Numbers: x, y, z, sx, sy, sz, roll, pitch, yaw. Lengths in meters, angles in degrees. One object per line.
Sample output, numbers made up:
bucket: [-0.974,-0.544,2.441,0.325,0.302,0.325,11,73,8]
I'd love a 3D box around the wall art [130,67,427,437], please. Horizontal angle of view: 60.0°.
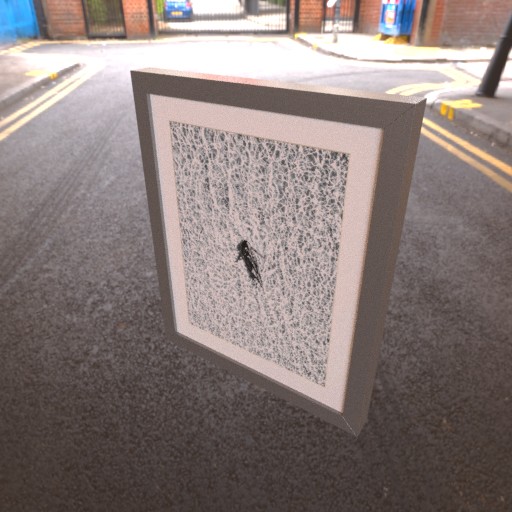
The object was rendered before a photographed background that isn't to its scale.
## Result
wall art: [0.000,0.000,0.511,0.308,0.379,0.030,19,35,29]
